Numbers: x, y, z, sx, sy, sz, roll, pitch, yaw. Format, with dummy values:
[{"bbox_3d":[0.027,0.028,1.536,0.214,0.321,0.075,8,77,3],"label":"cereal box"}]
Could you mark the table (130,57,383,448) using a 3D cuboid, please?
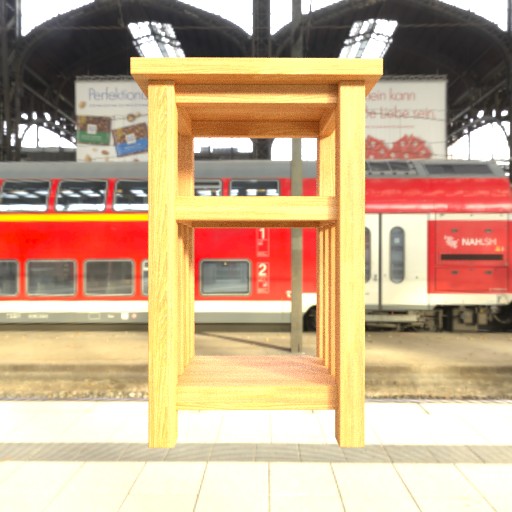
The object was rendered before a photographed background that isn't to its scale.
[{"bbox_3d":[0.000,0.000,0.749,0.350,0.550,0.270,0,0,-1],"label":"table"}]
